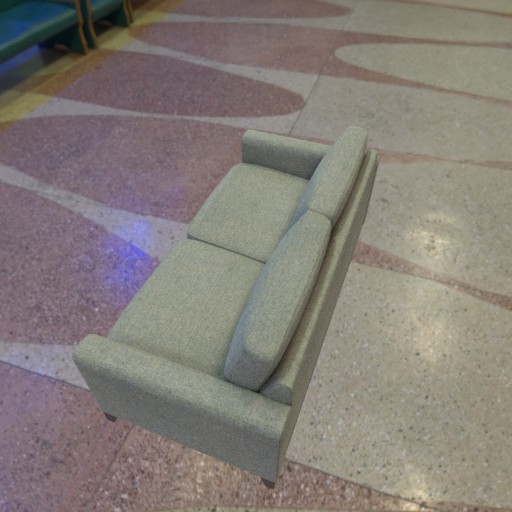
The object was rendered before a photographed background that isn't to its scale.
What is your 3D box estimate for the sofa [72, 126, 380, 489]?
[{"bbox_3d":[0.000,0.000,2.477,0.969,0.892,1.978,16,48,15],"label":"sofa"}]
